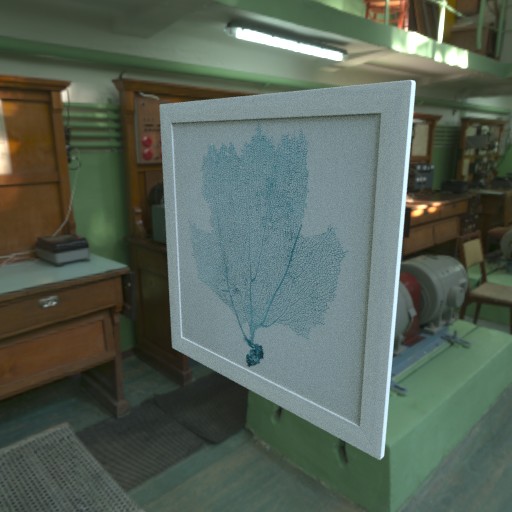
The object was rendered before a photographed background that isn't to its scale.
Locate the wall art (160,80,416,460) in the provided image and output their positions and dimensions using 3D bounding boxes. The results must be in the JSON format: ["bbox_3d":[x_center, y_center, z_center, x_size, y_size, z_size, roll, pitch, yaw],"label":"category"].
[{"bbox_3d":[0.000,0.000,0.855,0.584,0.584,0.013,14,20,43],"label":"wall art"}]
